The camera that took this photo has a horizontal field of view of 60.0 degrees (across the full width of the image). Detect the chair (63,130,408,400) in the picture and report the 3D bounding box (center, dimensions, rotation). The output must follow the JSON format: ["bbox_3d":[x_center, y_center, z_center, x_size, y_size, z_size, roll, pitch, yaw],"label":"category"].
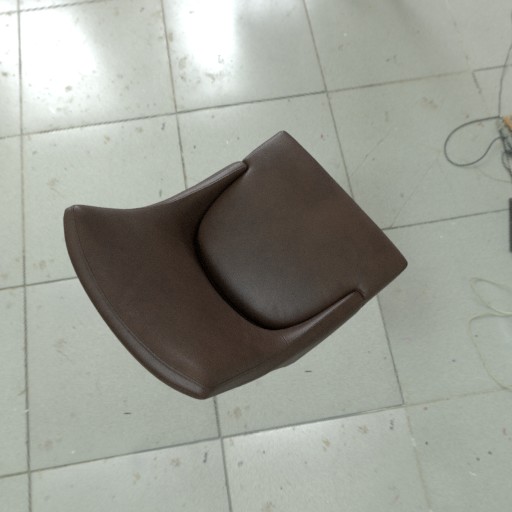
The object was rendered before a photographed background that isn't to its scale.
[{"bbox_3d":[0.000,0.000,1.461,0.861,0.909,0.701,-38,77,-10],"label":"chair"}]
